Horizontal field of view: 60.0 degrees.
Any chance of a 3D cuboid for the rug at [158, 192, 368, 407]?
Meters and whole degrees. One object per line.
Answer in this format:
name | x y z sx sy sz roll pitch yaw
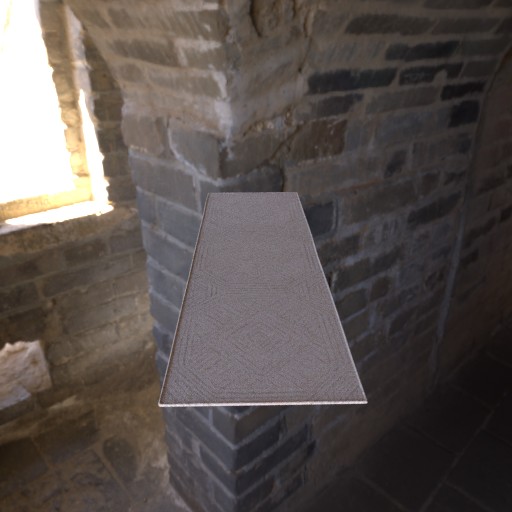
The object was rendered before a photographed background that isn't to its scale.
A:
rug | 0.000 0.000 2.720 0.775 0.012 2.452 -1 26 -1
